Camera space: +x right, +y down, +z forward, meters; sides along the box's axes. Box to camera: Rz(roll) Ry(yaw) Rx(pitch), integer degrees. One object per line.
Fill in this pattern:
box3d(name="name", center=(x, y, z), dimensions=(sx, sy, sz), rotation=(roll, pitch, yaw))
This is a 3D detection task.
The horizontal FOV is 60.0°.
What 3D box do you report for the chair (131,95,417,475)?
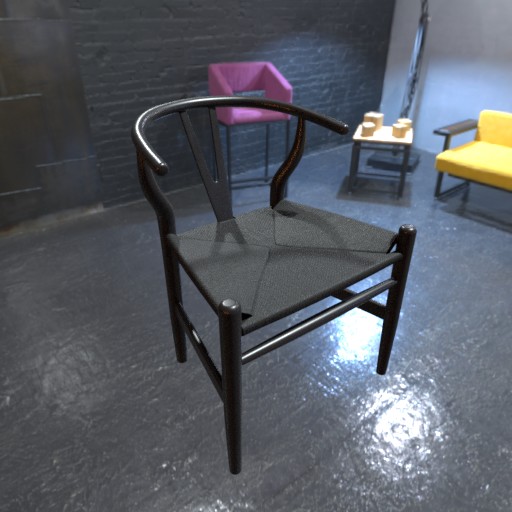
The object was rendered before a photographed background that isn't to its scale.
box3d(name="chair", center=(0.000, 0.000, 1.184), dimensions=(0.569, 0.730, 0.579), rotation=(-21, 36, -32))
